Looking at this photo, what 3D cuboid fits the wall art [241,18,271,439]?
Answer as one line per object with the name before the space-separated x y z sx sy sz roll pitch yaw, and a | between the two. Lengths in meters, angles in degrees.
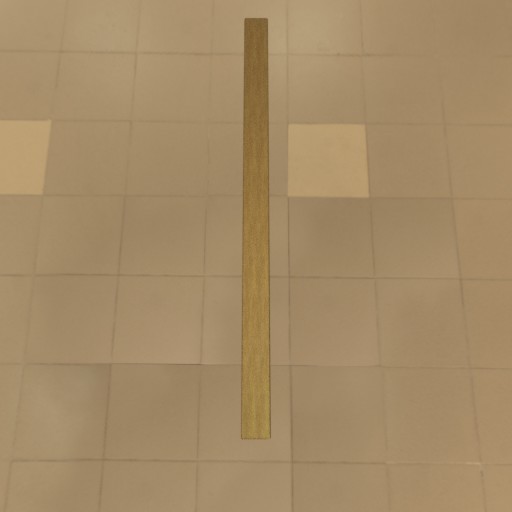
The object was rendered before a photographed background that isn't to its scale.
wall art | 0.000 0.000 0.752 0.030 0.506 0.503 0 76 0
